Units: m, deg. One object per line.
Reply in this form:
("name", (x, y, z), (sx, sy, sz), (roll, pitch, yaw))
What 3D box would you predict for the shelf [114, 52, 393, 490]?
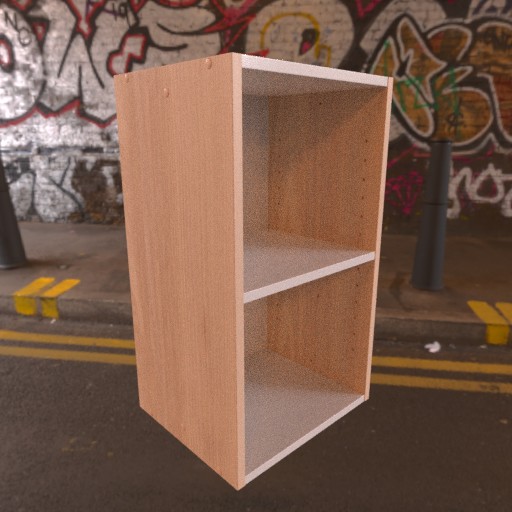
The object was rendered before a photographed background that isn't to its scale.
("shelf", (0.000, 0.000, 0.795), (0.350, 0.600, 0.290), (-14, 21, -41))
